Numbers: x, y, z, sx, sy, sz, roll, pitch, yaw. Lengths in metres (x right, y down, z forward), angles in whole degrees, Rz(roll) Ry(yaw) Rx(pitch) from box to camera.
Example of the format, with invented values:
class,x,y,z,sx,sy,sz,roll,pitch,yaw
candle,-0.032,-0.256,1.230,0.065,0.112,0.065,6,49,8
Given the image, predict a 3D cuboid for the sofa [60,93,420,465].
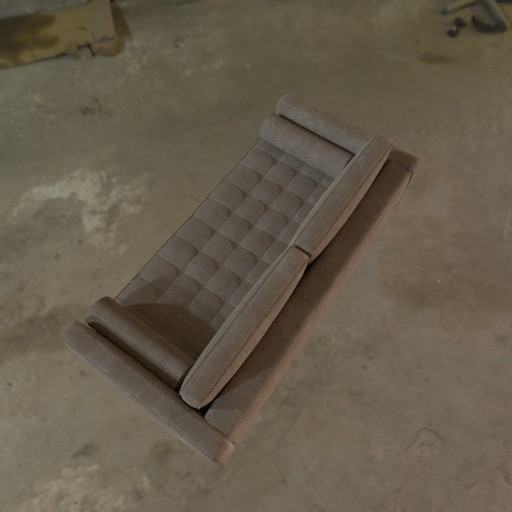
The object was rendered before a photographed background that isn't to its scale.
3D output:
class,x,y,z,sx,sy,sz,roll,pitch,yaw
sofa,0.000,0.000,2.364,0.920,0.769,1.883,33,68,15
